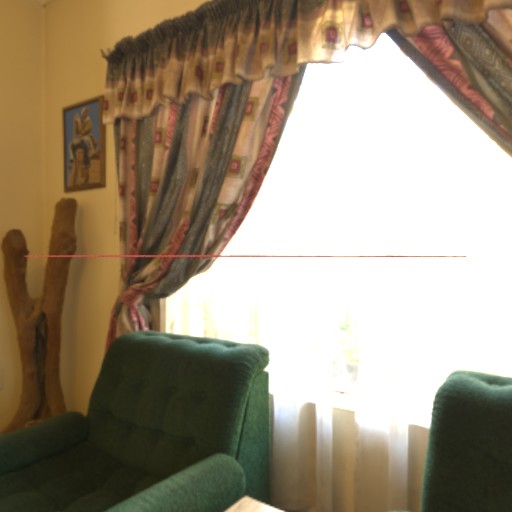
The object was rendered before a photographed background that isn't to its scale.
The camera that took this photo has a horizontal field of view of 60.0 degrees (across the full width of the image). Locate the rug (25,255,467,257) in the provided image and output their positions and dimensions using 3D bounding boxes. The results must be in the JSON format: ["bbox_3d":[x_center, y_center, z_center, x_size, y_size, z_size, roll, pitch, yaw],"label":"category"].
[{"bbox_3d":[0.000,0.000,3.005,2.423,0.010,1.534,0,0,19],"label":"rug"}]
